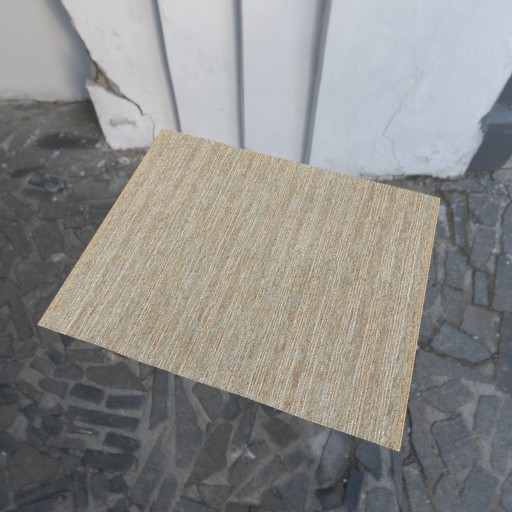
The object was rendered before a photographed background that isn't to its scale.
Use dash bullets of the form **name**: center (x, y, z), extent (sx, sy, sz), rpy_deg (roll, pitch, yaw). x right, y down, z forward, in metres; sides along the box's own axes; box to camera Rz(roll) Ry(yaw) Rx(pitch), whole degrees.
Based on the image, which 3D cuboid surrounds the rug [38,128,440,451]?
- **rug**: center (0.000, 0.000, 4.061), extent (3.034, 0.012, 2.471), rpy_deg (16, 60, 10)
